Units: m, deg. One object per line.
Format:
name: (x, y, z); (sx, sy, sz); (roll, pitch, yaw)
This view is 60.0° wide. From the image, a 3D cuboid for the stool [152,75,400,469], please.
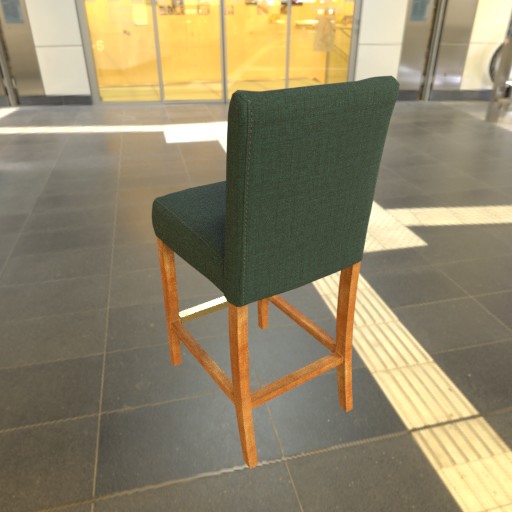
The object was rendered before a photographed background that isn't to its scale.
stool: (0.000, 0.000, 1.336); (0.454, 1.039, 0.567); (-18, 34, -29)
